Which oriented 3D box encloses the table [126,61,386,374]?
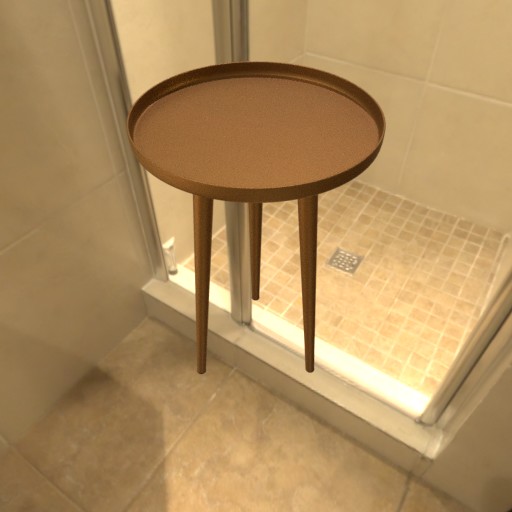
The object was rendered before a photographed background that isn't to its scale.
[{"bbox_3d":[0.000,0.000,0.691,0.299,0.480,0.299,-2,45,-2],"label":"table"}]
